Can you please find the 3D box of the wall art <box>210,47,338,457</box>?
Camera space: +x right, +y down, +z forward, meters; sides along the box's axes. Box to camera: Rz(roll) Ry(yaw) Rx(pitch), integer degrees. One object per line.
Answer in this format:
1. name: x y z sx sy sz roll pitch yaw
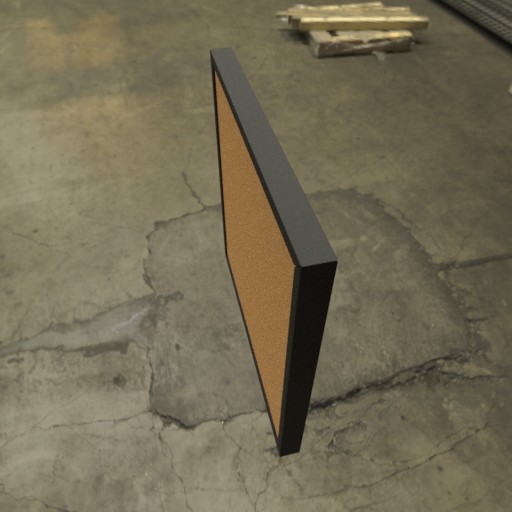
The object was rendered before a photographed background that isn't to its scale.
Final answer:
1. wall art: 0.000 0.000 0.770 0.037 0.508 0.508 -10 48 -9
